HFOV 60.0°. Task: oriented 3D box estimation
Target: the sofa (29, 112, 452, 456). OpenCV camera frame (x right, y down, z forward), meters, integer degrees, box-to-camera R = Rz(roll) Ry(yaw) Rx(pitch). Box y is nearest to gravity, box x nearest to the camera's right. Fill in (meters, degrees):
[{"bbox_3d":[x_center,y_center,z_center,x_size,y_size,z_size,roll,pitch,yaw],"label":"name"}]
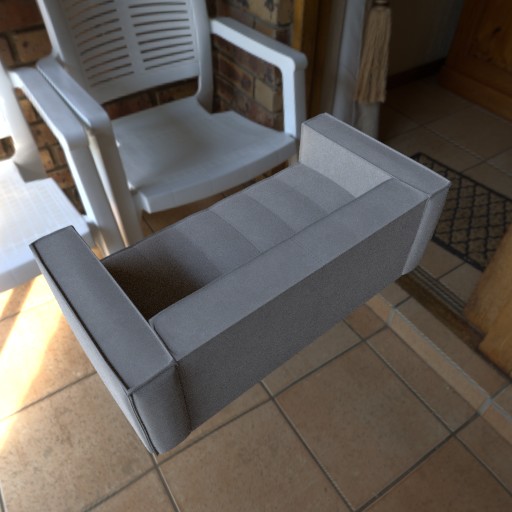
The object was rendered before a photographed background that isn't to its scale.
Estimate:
[{"bbox_3d":[0.000,0.000,2.470,1.995,0.680,1.038,-30,53,-26],"label":"sofa"}]
